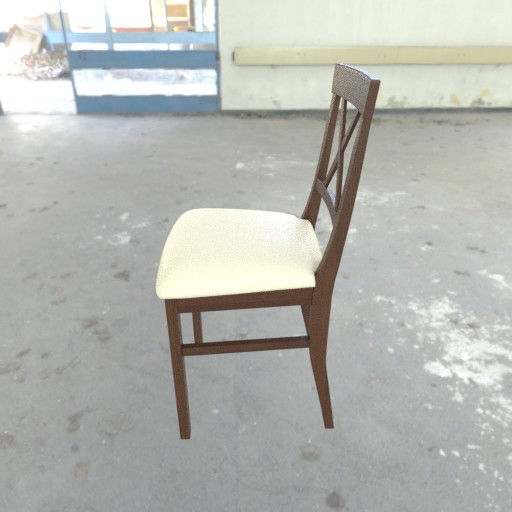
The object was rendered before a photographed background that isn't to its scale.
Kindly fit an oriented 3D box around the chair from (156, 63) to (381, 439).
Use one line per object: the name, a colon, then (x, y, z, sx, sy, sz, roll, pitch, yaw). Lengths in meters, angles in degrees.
chair: (0.000, 0.000, 1.176, 0.480, 0.913, 0.440, 0, 28, -1)
